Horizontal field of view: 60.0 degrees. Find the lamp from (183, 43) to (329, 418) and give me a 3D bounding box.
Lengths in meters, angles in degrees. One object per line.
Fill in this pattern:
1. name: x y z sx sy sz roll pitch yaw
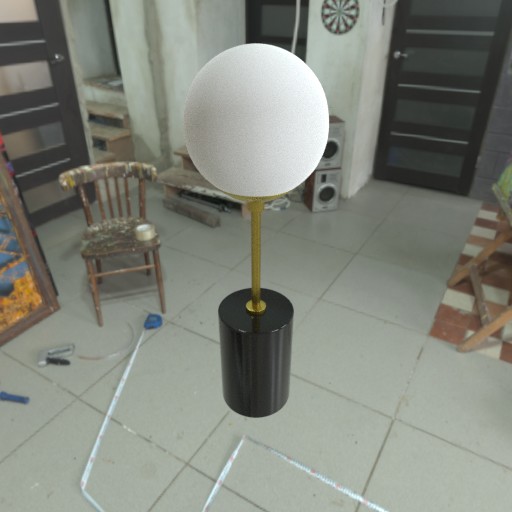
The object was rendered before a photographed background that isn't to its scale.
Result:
1. lamp: 0.000 0.000 0.554 0.153 0.480 0.153 0 31 0
